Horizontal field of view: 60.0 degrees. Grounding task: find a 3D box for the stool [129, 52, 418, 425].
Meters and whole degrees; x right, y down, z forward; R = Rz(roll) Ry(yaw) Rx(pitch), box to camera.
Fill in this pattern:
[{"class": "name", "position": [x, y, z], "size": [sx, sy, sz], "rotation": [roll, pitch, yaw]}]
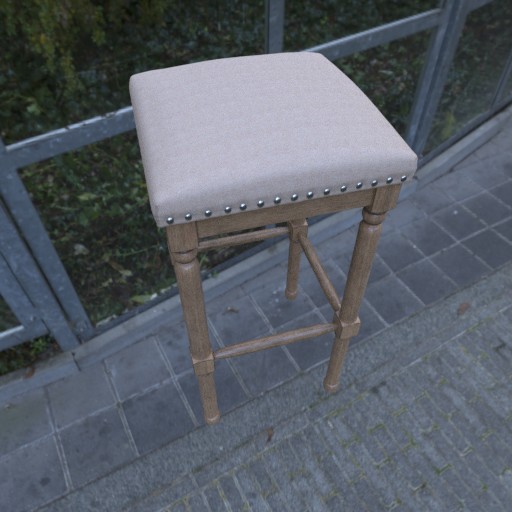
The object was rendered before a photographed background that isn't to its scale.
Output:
[{"class": "stool", "position": [0.000, 0.000, 0.959], "size": [0.382, 0.768, 0.383], "rotation": [-12, 47, -11]}]
